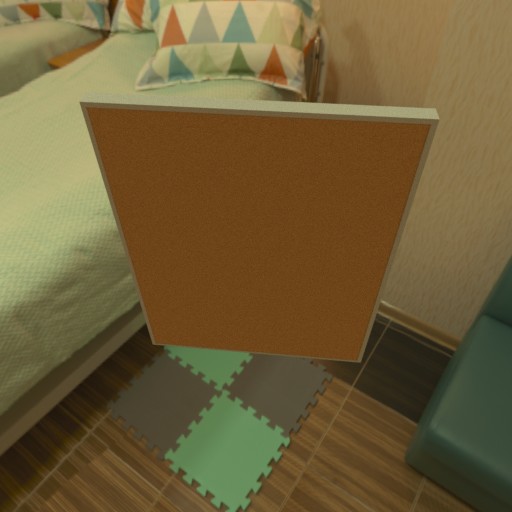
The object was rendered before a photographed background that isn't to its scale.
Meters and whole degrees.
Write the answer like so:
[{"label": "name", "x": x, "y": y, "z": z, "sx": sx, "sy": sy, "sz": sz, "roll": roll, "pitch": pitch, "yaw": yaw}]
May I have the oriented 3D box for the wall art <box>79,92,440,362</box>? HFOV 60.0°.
[{"label": "wall art", "x": 0.000, "y": 0.000, "z": 1.042, "sx": 0.611, "sy": 0.763, "sz": 0.055, "roll": 4, "pitch": 46, "yaw": 4}]
